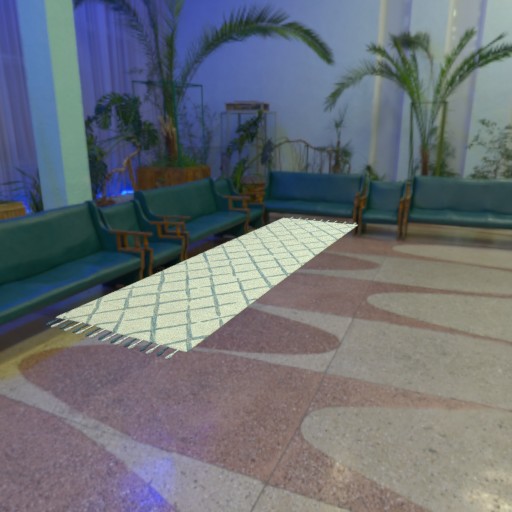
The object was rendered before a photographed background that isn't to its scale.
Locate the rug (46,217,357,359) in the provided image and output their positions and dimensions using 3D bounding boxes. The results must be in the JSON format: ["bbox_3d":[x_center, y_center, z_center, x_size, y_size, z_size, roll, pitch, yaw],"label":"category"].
[{"bbox_3d":[0.000,0.000,2.545,0.620,0.008,2.372,8,18,25],"label":"rug"}]
